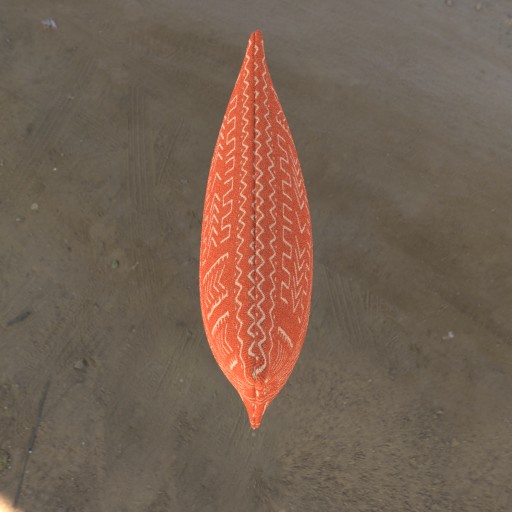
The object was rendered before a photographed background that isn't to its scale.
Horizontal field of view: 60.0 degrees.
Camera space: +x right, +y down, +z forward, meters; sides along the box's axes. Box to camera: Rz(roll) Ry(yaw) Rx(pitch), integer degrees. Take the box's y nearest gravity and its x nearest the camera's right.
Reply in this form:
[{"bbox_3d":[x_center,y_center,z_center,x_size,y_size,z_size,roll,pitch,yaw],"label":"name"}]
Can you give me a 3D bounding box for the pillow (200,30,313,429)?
[{"bbox_3d":[0.000,0.000,0.646,0.164,0.429,0.438,0,64,0],"label":"pillow"}]
